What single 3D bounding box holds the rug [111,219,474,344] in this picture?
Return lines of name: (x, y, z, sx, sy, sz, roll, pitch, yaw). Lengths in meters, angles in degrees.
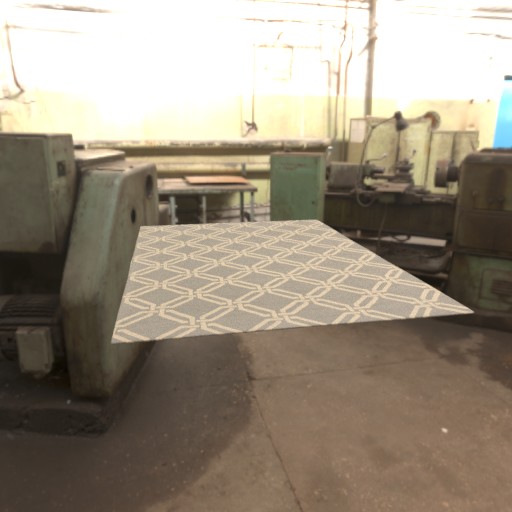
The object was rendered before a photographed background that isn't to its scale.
rug: (0.000, 0.000, 2.791, 1.522, 0.013, 2.133, -3, 16, -11)
